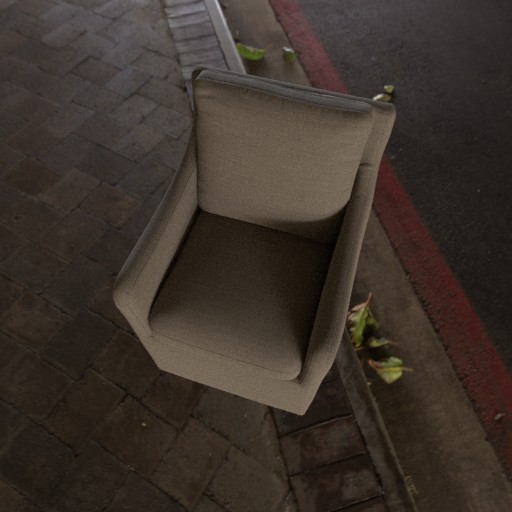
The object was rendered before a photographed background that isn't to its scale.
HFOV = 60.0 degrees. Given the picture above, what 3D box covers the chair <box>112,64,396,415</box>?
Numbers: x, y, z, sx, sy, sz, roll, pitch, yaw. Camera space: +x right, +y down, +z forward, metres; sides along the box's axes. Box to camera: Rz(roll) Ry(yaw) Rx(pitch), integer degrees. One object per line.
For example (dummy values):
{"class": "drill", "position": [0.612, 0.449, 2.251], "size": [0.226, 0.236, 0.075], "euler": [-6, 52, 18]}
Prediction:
{"class": "chair", "position": [0.000, 0.000, 1.413], "size": [0.626, 0.914, 0.694], "euler": [15, 59, 9]}
